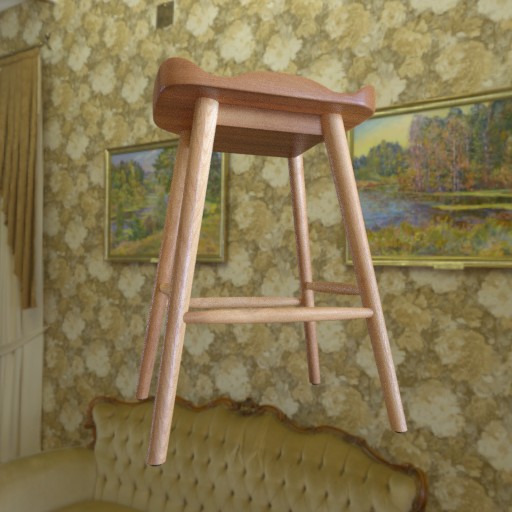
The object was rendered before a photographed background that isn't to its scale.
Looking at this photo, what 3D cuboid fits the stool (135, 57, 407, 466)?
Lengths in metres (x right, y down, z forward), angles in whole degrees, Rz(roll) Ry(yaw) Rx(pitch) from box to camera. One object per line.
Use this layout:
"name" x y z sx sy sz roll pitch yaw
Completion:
"stool" 0.000 0.000 0.872 0.440 0.615 0.361 1 -2 -18
